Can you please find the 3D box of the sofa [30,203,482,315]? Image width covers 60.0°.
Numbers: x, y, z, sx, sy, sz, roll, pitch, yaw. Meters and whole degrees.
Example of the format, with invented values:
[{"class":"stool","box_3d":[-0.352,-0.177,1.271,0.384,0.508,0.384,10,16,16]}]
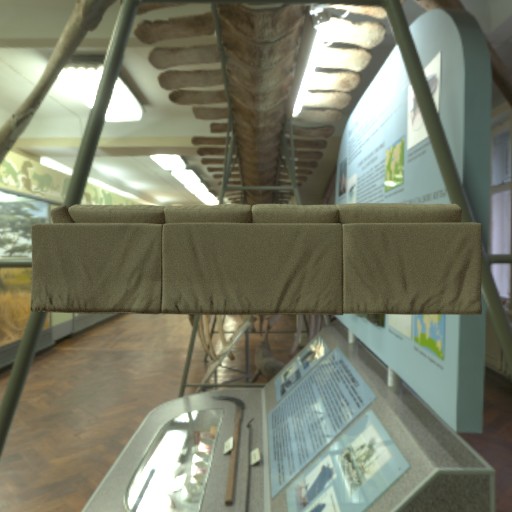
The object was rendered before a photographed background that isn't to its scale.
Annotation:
[{"class":"sofa","box_3d":[0.000,0.000,4.590,3.528,0.878,2.476,0,1,1]}]
